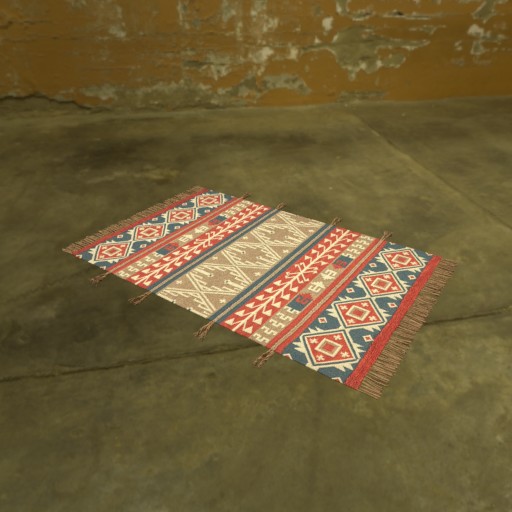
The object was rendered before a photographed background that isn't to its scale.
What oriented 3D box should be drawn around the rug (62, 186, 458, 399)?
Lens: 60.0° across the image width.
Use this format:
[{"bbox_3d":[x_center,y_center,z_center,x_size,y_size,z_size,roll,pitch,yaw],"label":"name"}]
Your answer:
[{"bbox_3d":[0.000,0.000,3.169,2.450,0.048,1.778,20,36,29],"label":"rug"}]
